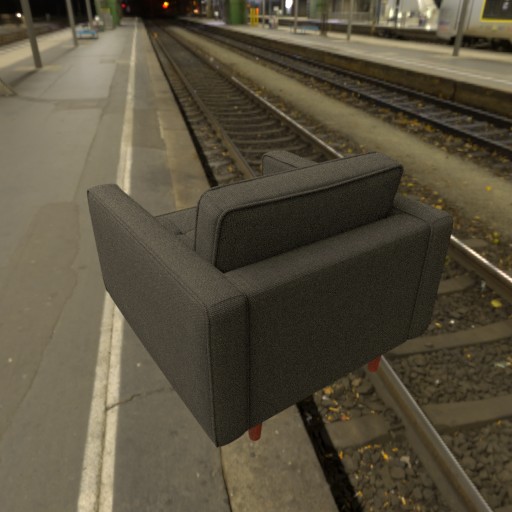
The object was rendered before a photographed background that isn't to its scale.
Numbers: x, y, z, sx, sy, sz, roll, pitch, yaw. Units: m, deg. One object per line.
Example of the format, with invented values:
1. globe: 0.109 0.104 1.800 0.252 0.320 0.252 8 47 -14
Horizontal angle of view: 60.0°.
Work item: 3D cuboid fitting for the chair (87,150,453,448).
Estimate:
1. chair: 0.000 0.000 1.577 0.899 0.770 0.919 -18 34 -30
